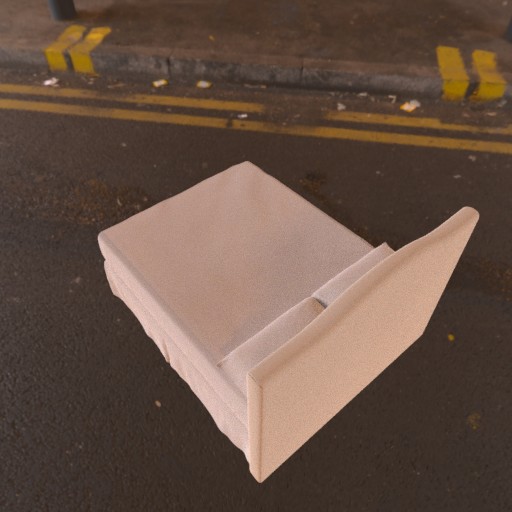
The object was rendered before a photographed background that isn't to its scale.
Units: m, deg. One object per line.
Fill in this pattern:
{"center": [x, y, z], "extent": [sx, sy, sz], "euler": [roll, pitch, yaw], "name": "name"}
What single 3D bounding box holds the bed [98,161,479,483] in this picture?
{"center": [0.000, 0.000, 3.279], "extent": [1.753, 1.460, 2.143], "euler": [-32, 54, -26], "name": "bed"}
